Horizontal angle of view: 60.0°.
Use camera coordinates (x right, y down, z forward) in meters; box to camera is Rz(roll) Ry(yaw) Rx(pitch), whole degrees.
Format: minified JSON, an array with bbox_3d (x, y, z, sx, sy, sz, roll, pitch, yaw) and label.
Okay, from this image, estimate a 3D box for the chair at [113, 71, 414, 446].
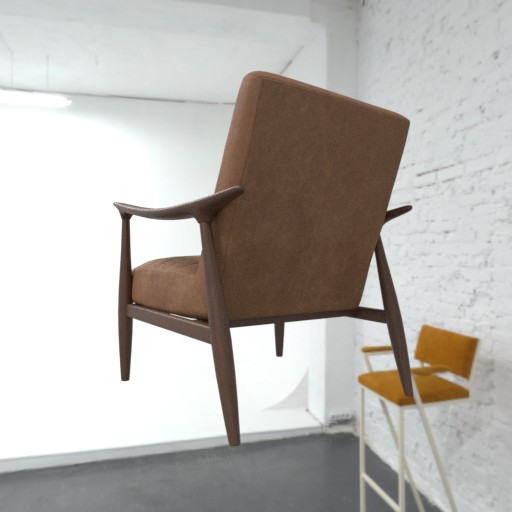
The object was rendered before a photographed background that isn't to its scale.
[{"bbox_3d":[0.000,0.000,1.436,0.741,0.832,0.798,0,-1,-35],"label":"chair"}]
